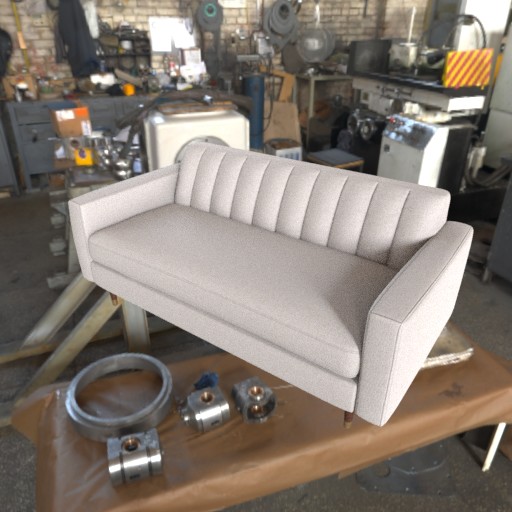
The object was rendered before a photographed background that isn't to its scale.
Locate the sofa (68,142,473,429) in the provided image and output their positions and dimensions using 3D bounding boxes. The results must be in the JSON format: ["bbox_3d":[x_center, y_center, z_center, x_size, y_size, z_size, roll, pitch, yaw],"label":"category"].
[{"bbox_3d":[0.000,0.000,2.353,1.895,0.814,0.969,19,34,31],"label":"sofa"}]
